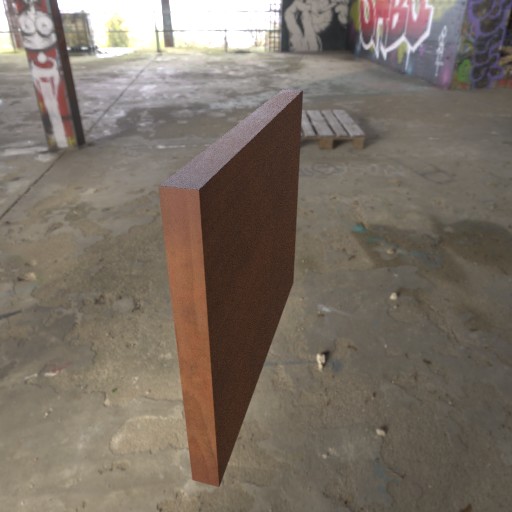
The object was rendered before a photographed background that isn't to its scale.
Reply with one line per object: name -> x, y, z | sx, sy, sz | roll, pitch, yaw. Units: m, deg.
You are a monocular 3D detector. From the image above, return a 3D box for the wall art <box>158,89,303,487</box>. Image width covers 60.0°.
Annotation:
wall art -> 0.000, 0.000, 0.550 | 0.030, 0.328, 0.401 | 8, 31, 13
